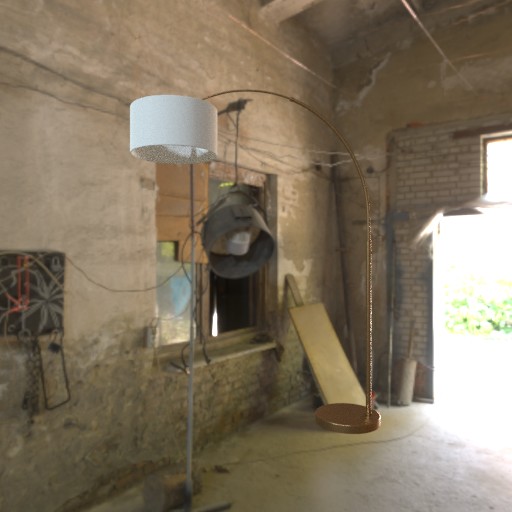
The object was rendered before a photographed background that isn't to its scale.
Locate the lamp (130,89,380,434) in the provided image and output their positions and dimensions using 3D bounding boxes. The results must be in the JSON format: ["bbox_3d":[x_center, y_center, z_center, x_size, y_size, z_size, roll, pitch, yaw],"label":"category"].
[{"bbox_3d":[0.000,0.000,2.569,1.434,1.927,0.493,0,0,-1],"label":"lamp"}]
